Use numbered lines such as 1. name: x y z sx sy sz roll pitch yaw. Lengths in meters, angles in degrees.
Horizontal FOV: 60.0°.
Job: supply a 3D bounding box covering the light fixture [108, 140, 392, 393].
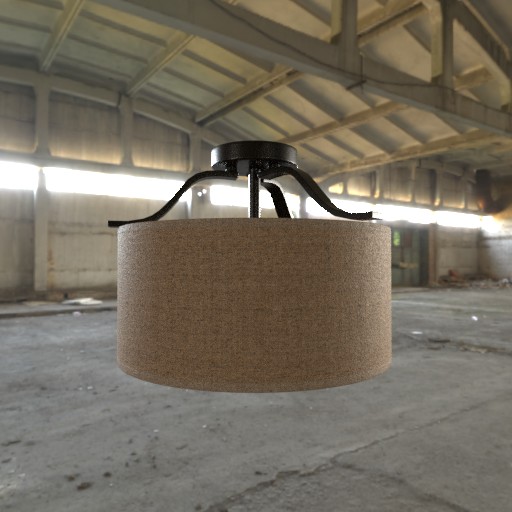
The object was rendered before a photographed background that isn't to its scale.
1. light fixture: 0.000 0.000 0.645 0.390 0.306 0.390 0 -1 0
